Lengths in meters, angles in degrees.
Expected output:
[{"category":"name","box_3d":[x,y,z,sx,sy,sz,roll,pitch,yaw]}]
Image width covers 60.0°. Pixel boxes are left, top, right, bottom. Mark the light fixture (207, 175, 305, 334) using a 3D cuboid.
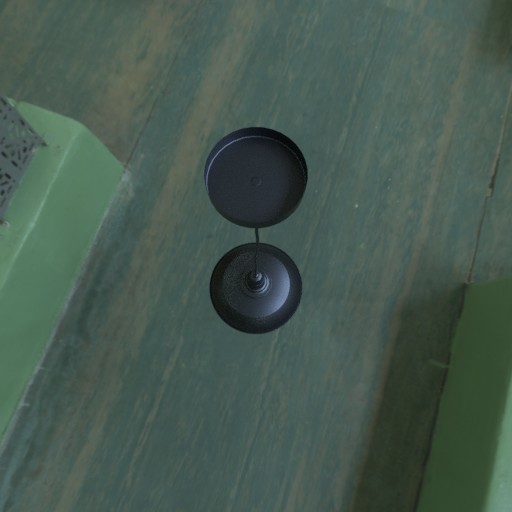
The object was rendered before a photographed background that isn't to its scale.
[{"category":"light fixture","box_3d":[0.000,0.000,1.147,0.331,0.993,0.331,17,76,4]}]
